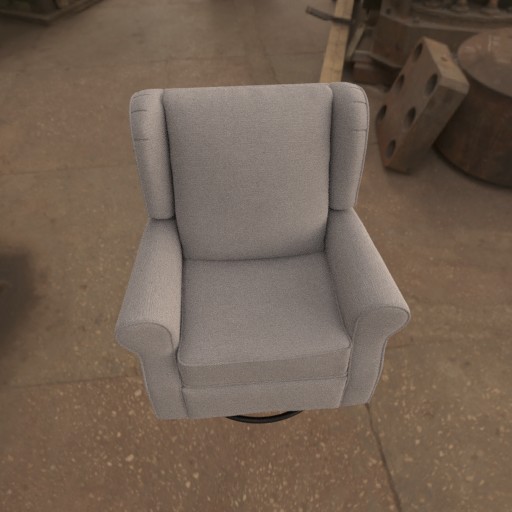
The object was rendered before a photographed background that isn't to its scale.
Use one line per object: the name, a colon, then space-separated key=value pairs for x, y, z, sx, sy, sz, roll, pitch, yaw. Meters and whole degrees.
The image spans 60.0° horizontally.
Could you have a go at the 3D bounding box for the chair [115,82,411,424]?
chair: x=0.000 y=0.000 z=1.629 sx=0.906 sy=0.966 sz=0.854 roll=-3 pitch=47 yaw=-3
